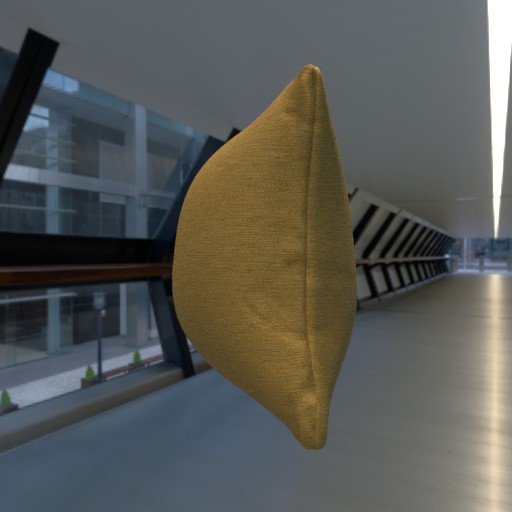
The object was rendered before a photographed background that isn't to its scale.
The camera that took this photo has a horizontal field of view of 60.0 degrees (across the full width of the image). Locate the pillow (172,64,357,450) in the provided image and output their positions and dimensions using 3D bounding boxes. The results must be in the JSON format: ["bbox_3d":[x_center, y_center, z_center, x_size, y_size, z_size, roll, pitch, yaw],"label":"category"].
[{"bbox_3d":[0.000,0.000,0.675,0.247,0.417,0.435,0,1,-17],"label":"pillow"}]
